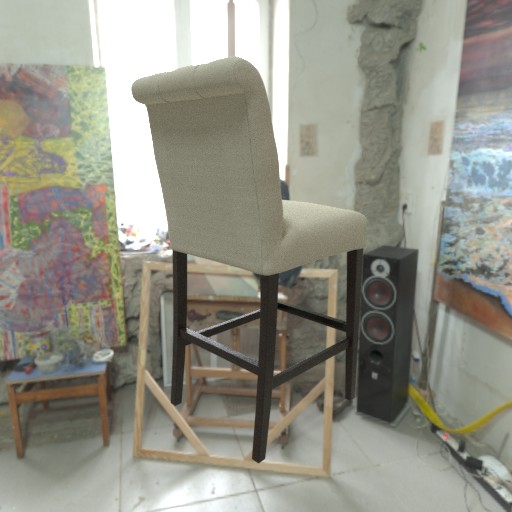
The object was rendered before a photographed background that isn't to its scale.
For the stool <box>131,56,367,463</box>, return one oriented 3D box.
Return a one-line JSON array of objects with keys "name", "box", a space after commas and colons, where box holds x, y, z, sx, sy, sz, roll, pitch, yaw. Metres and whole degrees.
[{"name": "stool", "box": [0.000, 0.000, 1.480, 0.610, 1.118, 0.482, -13, 19, -43]}]
